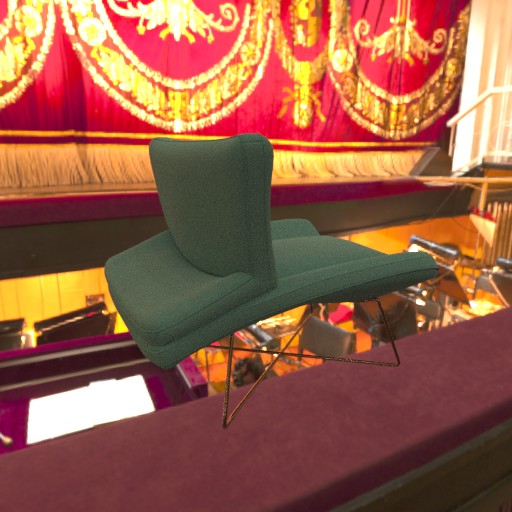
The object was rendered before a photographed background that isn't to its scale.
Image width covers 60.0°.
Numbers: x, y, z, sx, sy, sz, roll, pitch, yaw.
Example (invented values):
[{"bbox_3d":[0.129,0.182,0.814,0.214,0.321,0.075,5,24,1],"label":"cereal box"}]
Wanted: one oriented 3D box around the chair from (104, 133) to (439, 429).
[{"bbox_3d":[0.000,0.000,1.635,1.008,0.855,0.859,-7,16,-27],"label":"chair"}]
